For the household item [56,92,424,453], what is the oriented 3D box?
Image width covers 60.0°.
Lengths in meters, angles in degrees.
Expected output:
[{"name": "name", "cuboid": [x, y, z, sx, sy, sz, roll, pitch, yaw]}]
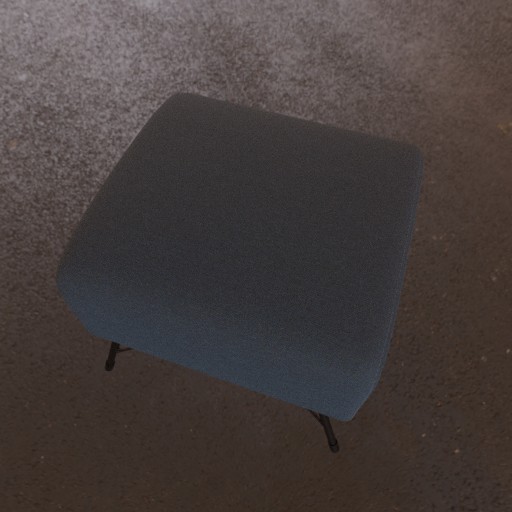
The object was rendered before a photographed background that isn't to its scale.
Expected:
[{"name": "household item", "cuboid": [0.000, 0.000, 0.887, 0.530, 0.420, 0.530, 16, 59, 10]}]
